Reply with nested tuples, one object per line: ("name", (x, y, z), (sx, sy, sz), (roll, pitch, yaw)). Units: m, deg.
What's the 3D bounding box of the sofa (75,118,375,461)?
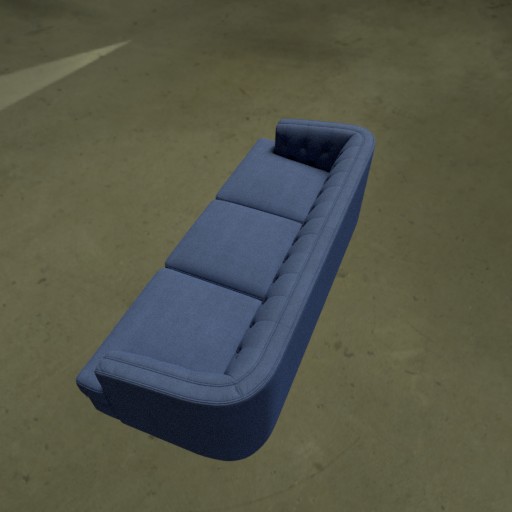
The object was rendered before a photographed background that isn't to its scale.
("sofa", (0.000, 0.000, 2.677), (0.914, 0.787, 2.235), (18, 50, 16))
